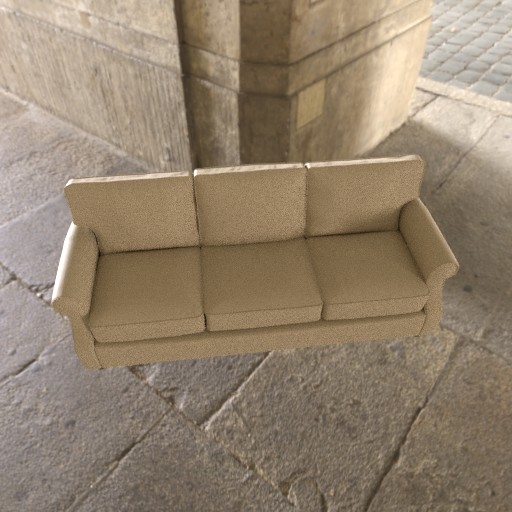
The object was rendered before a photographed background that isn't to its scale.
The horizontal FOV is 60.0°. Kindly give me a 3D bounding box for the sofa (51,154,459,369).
[{"bbox_3d":[0.000,0.000,2.824,2.354,0.948,0.966,-5,45,-5],"label":"sofa"}]
